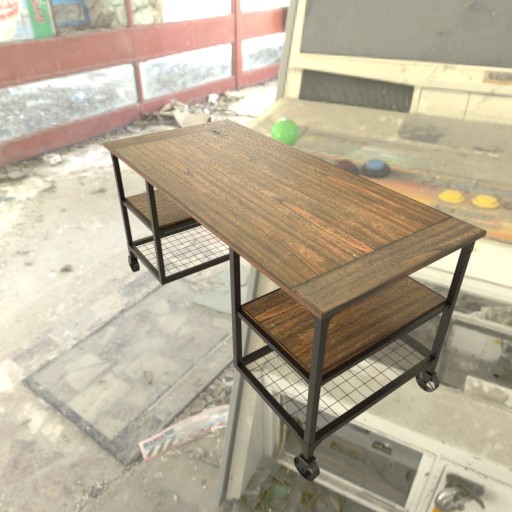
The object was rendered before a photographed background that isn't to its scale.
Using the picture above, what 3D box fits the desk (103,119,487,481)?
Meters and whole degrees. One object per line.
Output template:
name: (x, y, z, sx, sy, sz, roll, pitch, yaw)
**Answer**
desk: (0.000, 0.000, 1.983, 0.711, 0.751, 1.590, -21, 38, -29)
